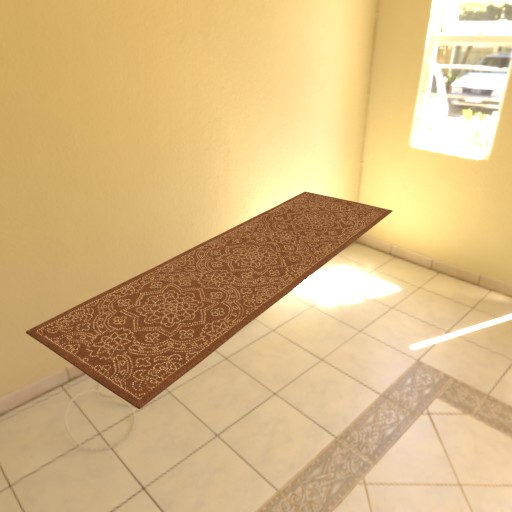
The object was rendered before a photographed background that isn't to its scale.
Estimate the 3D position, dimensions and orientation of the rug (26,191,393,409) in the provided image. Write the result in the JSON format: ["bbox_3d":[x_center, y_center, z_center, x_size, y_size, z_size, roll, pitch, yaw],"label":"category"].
[{"bbox_3d":[0.000,0.000,2.657,0.769,0.012,2.448,18,32,32],"label":"rug"}]
